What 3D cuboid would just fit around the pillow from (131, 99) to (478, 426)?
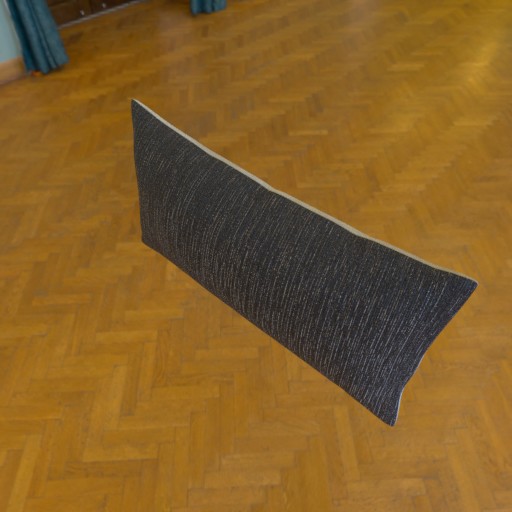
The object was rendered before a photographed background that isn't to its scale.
[{"bbox_3d":[0.000,0.000,0.718,0.608,0.305,0.156,33,56,26],"label":"pillow"}]
